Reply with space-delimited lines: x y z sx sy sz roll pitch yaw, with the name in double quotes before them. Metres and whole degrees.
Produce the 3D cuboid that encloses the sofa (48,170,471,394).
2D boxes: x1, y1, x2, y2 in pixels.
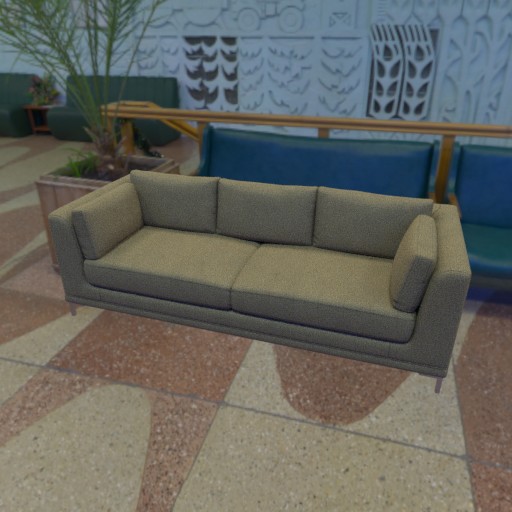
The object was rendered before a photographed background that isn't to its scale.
"sofa" 0.000 0.000 2.920 2.415 0.867 0.969 8 28 16
